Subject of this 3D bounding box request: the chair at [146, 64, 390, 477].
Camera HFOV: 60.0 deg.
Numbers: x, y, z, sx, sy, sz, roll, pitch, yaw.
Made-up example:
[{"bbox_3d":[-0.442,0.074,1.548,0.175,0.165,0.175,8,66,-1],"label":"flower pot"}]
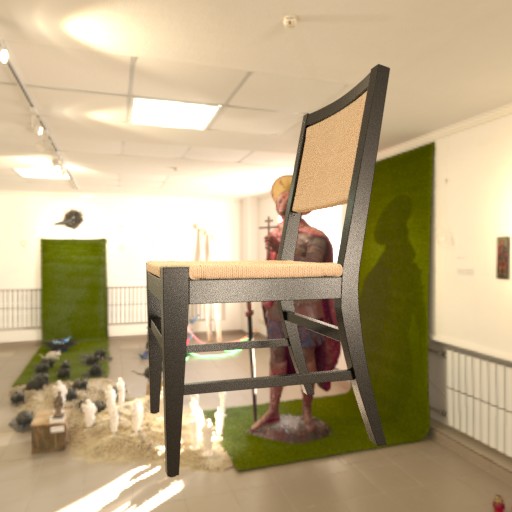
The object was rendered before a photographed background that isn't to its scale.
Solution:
[{"bbox_3d":[0.000,0.000,1.198,0.552,0.927,0.437,0,1,-18],"label":"chair"}]
